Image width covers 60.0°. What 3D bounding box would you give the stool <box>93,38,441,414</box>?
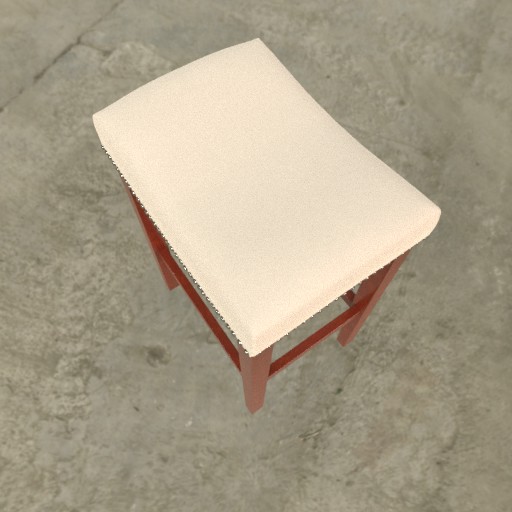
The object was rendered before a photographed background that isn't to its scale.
[{"bbox_3d":[0.000,0.000,1.028,0.372,0.742,0.504,-32,67,-15],"label":"stool"}]
